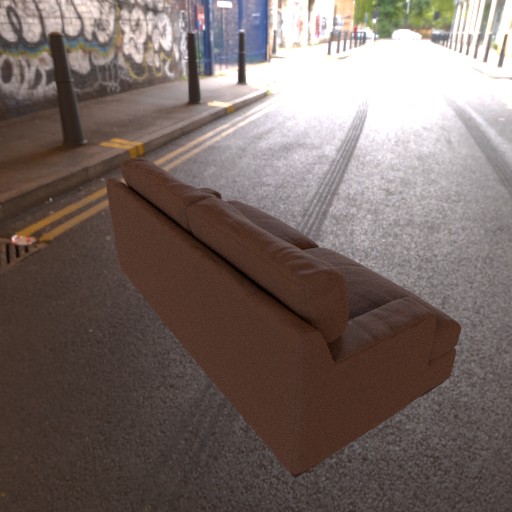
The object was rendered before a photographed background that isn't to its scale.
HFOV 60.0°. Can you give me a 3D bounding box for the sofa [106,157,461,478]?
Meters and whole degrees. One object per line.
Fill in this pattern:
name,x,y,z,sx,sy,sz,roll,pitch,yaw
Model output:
sofa,0.000,0.000,2.790,1.140,0.950,2.274,-17,32,-30
